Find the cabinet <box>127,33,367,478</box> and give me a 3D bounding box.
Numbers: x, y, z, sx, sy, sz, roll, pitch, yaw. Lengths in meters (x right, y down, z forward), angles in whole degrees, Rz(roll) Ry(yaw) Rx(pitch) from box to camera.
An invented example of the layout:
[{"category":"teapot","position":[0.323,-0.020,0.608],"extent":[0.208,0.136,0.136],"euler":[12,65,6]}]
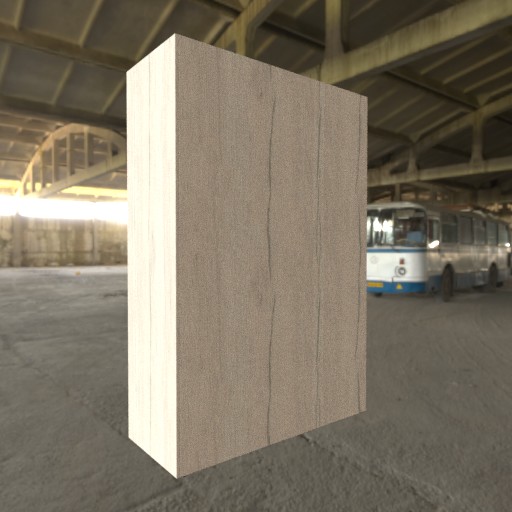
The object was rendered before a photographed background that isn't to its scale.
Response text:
[{"category":"cabinet","position":[0.000,0.000,2.713],"extent":[1.400,2.070,0.580],"euler":[-1,1,-38]}]
